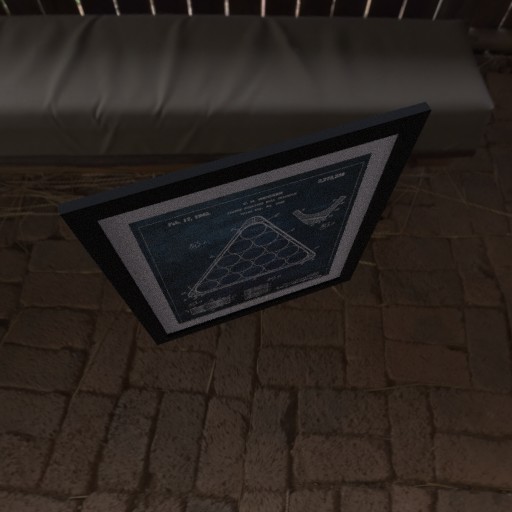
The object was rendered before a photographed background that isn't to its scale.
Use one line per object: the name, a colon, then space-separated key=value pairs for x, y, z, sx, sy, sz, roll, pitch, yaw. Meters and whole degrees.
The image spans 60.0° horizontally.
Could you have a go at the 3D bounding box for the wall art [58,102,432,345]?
wall art: x=0.000 y=0.000 z=0.514 sx=0.311 sy=0.361 sz=0.010 roll=-18 pitch=65 yaw=-9
